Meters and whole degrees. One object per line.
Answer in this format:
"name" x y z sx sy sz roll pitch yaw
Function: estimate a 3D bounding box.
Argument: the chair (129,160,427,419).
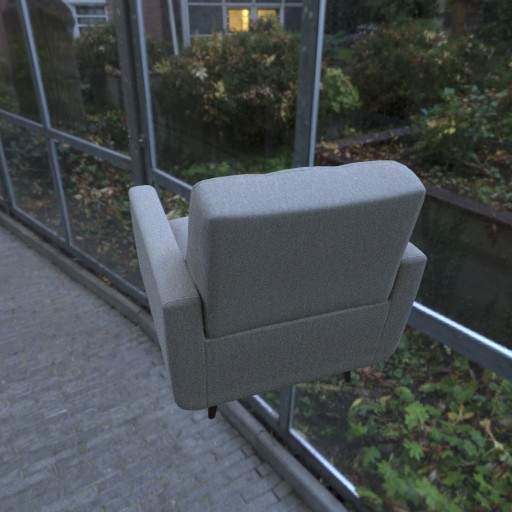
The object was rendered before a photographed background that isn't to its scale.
"chair" 0.000 0.000 1.821 0.897 0.965 1.128 -9 29 -17
